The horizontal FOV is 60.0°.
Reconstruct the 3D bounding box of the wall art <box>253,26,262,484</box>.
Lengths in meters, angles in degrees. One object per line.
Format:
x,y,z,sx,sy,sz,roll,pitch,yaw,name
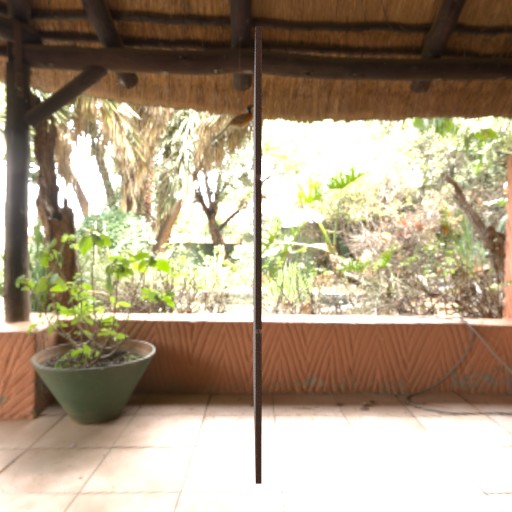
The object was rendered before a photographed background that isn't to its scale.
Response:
0.000,0.000,1.341,0.013,0.914,0.915,0,0,-1,wall art
